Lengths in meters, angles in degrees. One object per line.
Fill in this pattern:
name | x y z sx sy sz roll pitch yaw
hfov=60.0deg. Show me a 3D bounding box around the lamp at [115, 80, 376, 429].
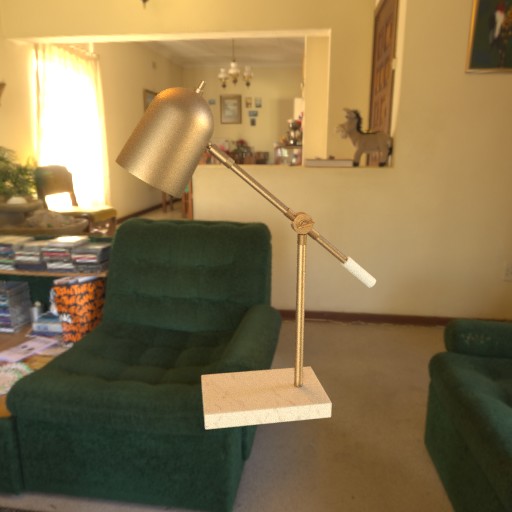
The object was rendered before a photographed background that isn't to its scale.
lamp | 0.000 0.000 0.814 0.471 0.603 0.144 -2 14 -9
